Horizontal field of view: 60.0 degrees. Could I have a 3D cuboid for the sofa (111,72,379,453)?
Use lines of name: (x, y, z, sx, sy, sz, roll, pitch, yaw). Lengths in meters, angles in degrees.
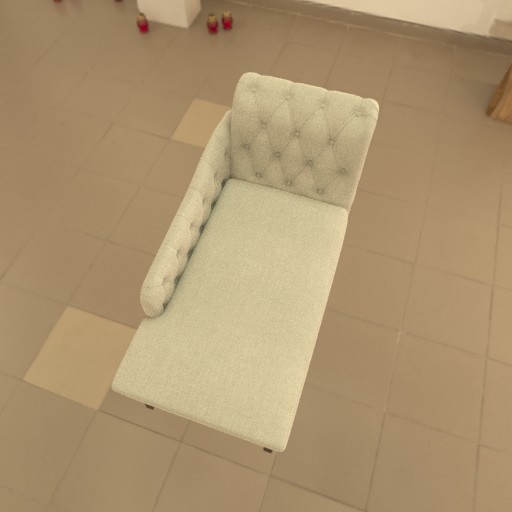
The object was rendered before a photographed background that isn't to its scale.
sofa: (0.000, 0.000, 1.868, 0.675, 0.787, 1.379, 16, 61, 9)
